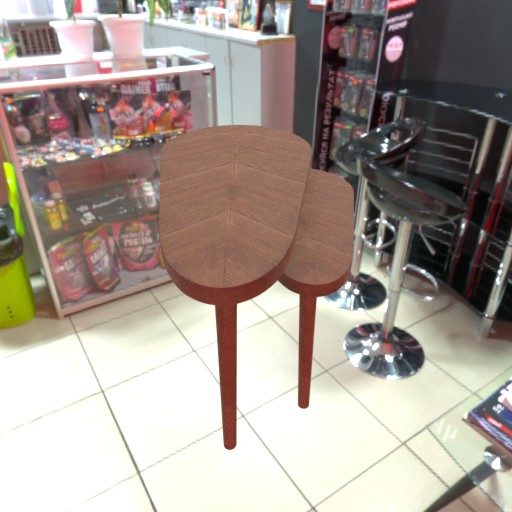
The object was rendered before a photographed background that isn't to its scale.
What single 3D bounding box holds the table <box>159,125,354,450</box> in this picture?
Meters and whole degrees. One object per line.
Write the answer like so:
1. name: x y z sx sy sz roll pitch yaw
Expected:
1. table: 0.000 0.000 1.576 0.701 0.595 1.190 0 32 0
